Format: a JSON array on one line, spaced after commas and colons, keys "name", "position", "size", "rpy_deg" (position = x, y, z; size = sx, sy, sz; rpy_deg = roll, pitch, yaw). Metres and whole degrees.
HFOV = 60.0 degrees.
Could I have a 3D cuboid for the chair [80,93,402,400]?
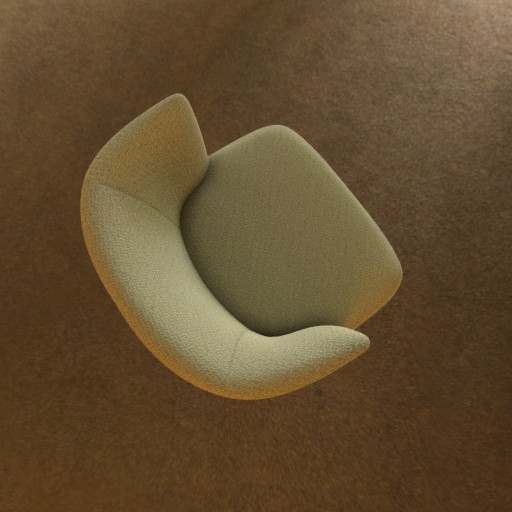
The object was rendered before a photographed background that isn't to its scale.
[{"name": "chair", "position": [0.000, 0.000, 1.251], "size": [0.660, 0.760, 0.700], "rpy_deg": [-34, 78, -8]}]
